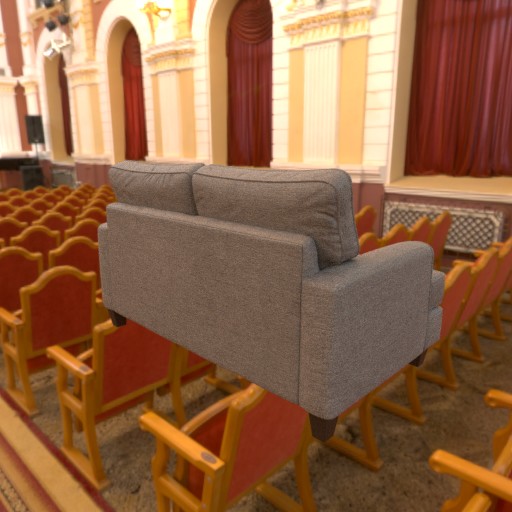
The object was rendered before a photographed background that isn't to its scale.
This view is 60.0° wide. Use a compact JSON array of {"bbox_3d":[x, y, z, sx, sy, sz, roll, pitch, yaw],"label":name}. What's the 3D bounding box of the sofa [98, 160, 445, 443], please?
[{"bbox_3d":[0.000,0.000,2.303,1.651,0.965,0.965,13,19,43],"label":"sofa"}]
